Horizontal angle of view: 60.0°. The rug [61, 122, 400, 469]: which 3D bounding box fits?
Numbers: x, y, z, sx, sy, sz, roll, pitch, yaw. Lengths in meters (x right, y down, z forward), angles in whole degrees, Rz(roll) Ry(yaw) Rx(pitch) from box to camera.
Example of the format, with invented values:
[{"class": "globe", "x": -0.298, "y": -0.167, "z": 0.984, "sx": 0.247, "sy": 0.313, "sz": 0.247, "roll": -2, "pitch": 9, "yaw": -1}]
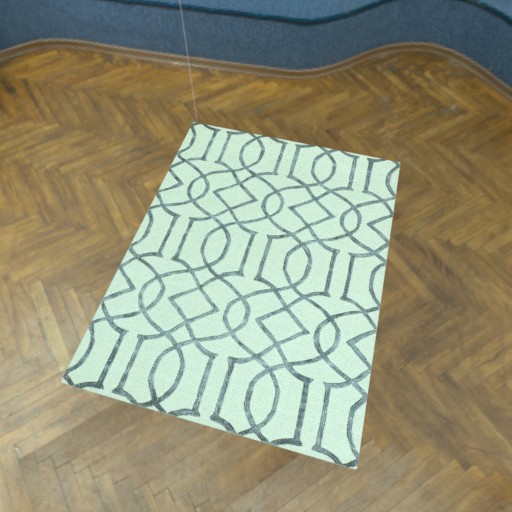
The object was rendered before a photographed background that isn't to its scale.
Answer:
[{"class": "rug", "x": 0.000, "y": 0.000, "z": 3.875, "sx": 2.211, "sy": 0.021, "sz": 2.910, "roll": 13, "pitch": 59, "yaw": 8}]
